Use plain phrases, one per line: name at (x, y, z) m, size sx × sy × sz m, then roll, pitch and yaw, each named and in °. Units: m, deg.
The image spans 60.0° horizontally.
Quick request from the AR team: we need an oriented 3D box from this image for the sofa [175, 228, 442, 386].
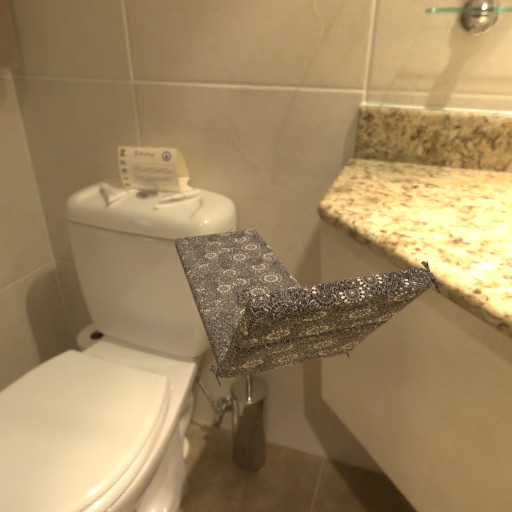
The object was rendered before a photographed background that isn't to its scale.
sofa at (0.000, 0.000, 1.945) m, size 0.582 × 0.622 × 1.663 m, roll -8°, pitch 28°, yaw -16°
